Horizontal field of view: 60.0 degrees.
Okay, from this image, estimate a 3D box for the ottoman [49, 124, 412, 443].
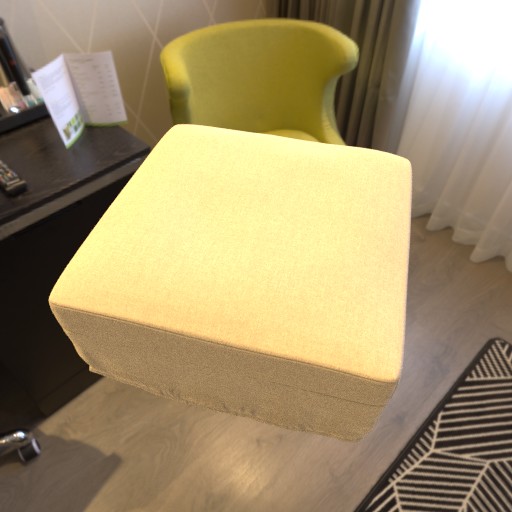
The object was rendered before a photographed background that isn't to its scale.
[{"bbox_3d":[0.000,0.000,1.354,0.843,0.436,0.840,11,48,10],"label":"ottoman"}]
